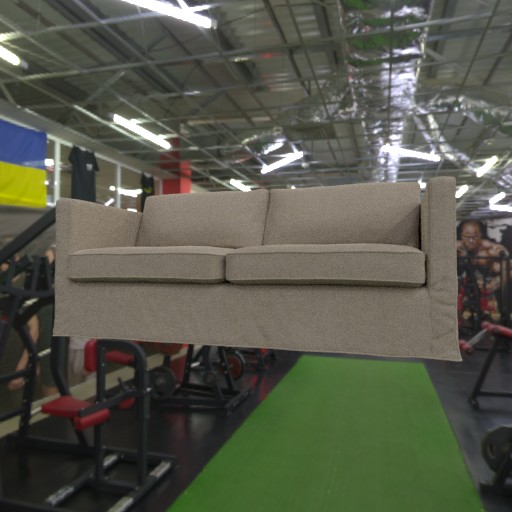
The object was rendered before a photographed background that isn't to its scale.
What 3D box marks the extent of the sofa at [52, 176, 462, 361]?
[{"bbox_3d":[0.000,0.000,2.453,1.987,0.847,0.956,0,-1,18],"label":"sofa"}]
